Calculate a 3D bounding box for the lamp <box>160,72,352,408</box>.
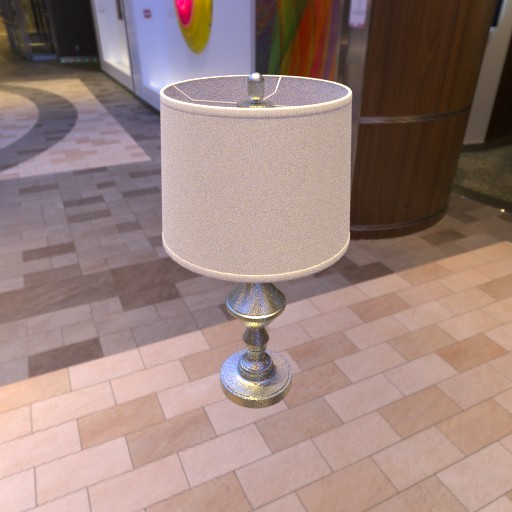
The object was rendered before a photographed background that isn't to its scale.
[{"bbox_3d":[0.000,0.000,0.951,0.383,0.733,0.383,0,30,0],"label":"lamp"}]
